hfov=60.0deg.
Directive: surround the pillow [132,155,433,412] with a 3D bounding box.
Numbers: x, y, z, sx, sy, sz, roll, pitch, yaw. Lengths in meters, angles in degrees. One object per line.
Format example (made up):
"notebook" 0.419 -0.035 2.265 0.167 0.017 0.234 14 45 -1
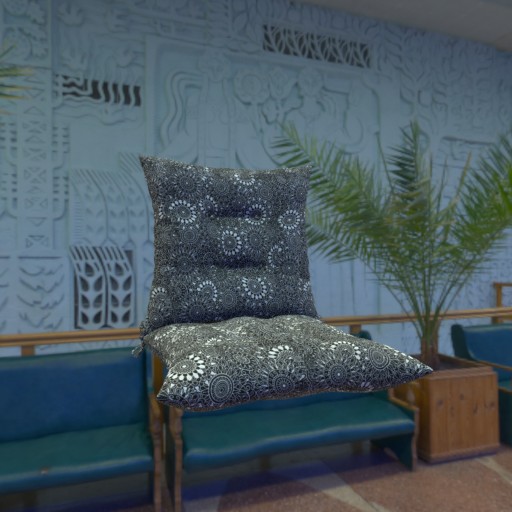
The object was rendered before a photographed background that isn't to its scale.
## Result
"pillow" 0.000 0.000 1.019 0.541 0.536 0.585 0 0 -18
